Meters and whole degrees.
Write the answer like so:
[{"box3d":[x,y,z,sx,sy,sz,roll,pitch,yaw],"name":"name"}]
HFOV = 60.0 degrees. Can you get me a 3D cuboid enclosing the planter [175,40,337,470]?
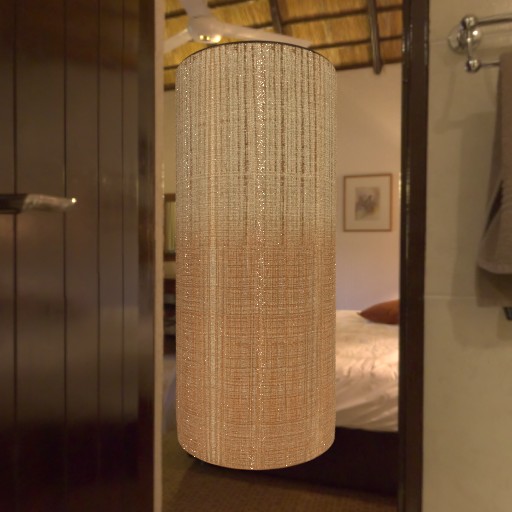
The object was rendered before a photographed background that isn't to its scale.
[{"box3d":[0.000,0.000,0.281,0.100,0.227,0.100,0,1,-19],"name":"planter"}]
